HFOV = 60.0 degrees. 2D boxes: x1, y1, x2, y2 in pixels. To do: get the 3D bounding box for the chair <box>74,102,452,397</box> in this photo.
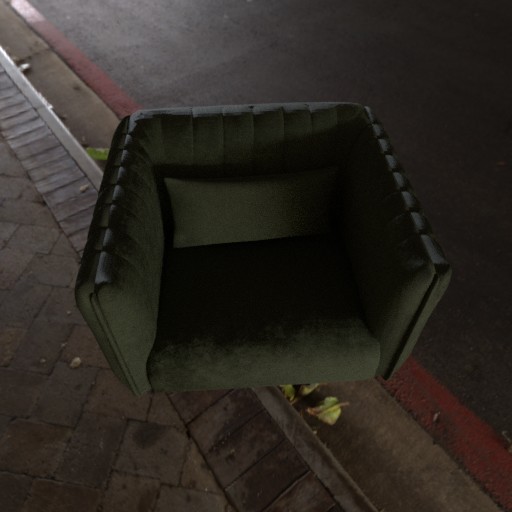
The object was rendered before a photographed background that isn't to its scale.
[{"bbox_3d":[0.000,0.000,1.647,1.032,0.794,0.877,-3,49,-3],"label":"chair"}]
